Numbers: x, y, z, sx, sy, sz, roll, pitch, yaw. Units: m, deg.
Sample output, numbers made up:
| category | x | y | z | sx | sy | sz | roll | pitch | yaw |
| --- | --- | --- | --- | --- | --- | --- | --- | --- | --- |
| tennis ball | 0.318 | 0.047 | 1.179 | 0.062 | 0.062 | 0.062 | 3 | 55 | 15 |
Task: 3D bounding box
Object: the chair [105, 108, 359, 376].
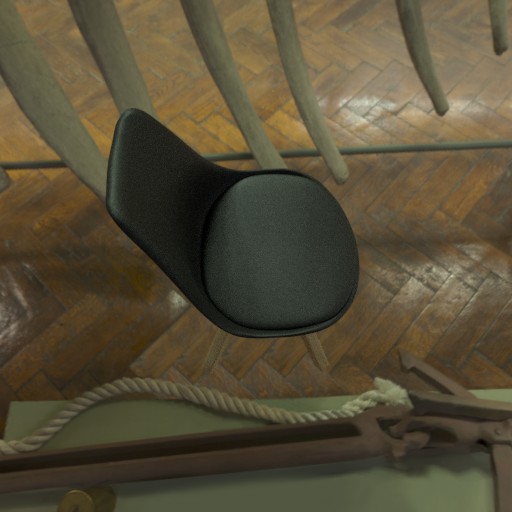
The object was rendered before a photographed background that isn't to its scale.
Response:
| category | x | y | z | sx | sy | sz | roll | pitch | yaw |
| --- | --- | --- | --- | --- | --- | --- | --- | --- | --- |
| chair | 0.000 | 0.000 | 1.194 | 0.549 | 0.850 | 0.485 | -2 | 64 | -1 |
